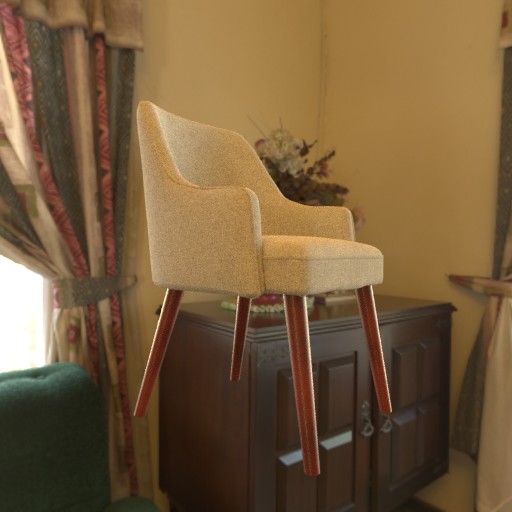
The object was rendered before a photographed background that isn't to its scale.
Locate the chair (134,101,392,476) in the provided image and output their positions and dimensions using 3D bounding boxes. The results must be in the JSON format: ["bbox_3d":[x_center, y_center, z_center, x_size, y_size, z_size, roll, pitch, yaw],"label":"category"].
[{"bbox_3d":[0.000,0.000,1.207,0.605,0.849,0.548,0,0,36],"label":"chair"}]
